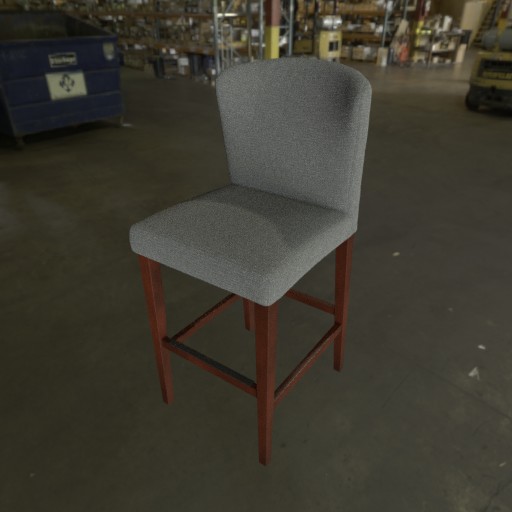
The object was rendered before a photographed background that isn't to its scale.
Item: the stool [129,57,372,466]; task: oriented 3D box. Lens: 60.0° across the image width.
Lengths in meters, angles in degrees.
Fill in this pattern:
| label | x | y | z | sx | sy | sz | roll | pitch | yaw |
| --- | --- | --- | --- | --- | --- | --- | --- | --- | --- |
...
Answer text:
| label | x | y | z | sx | sy | sz | roll | pitch | yaw |
| --- | --- | --- | --- | --- | --- | --- | --- | --- | --- |
| stool | 0.000 | 0.000 | 1.355 | 0.486 | 1.069 | 0.568 | 19 | 35 | 30 |
